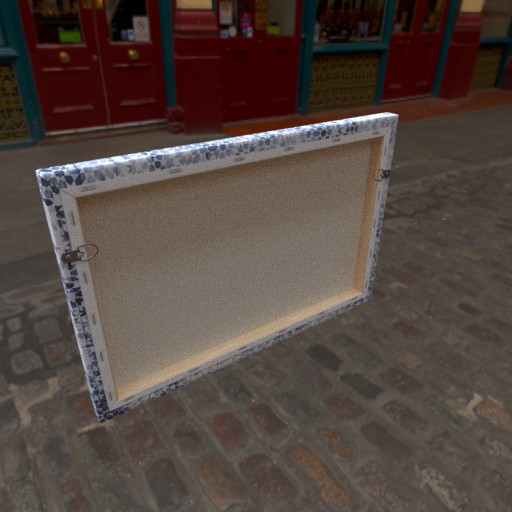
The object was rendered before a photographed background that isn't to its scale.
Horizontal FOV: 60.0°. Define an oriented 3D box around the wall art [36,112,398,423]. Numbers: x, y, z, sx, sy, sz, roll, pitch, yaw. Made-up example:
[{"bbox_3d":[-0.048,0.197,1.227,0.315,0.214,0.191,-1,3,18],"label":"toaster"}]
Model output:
[{"bbox_3d":[0.000,0.000,0.758,0.608,0.406,0.030,-18,34,-29],"label":"wall art"}]
